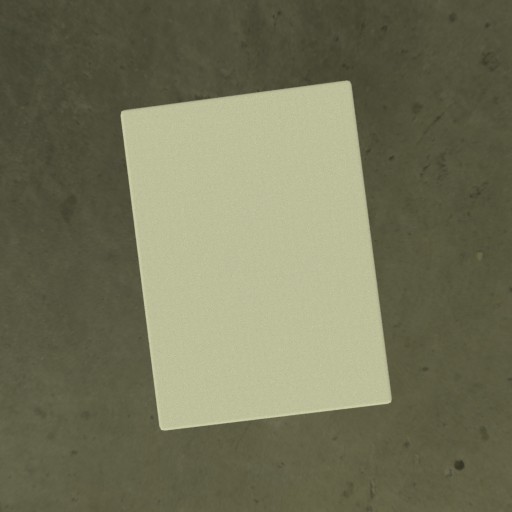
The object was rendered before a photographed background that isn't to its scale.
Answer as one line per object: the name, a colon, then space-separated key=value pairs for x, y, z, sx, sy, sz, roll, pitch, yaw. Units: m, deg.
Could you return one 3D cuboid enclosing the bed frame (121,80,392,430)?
bed frame: x=0.000 y=0.000 z=3.877 sx=2.205 sy=0.680 sz=2.842 roll=0 pitch=90 yaw=1
